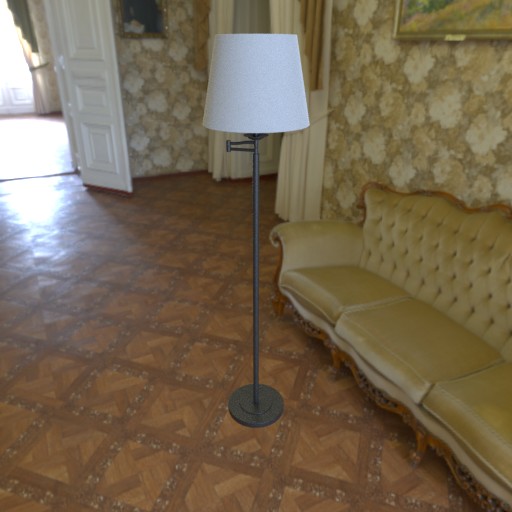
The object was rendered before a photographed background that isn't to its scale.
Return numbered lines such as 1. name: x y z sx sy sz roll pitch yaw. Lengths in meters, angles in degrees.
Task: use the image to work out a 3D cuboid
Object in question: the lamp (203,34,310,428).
1. lamp: 0.000 0.000 1.650 0.348 1.473 0.348 7 26 15
